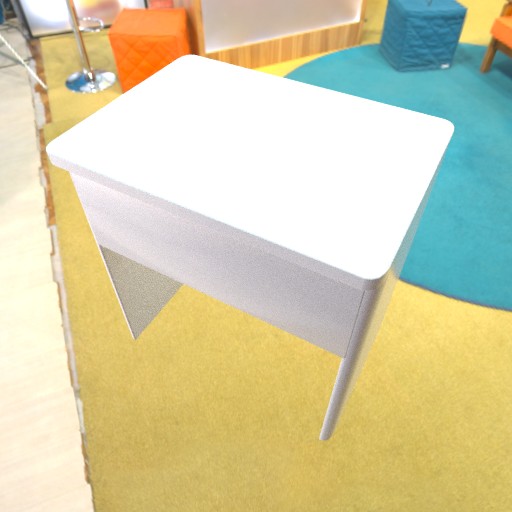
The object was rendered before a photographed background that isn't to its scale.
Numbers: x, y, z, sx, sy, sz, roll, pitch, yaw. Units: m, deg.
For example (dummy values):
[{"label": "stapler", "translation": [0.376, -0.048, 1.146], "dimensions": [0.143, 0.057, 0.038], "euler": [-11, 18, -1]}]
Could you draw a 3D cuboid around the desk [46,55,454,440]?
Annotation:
[{"label": "desk", "translation": [0.000, 0.000, 1.283], "dimensions": [0.762, 0.800, 0.549], "euler": [22, 52, 19]}]
